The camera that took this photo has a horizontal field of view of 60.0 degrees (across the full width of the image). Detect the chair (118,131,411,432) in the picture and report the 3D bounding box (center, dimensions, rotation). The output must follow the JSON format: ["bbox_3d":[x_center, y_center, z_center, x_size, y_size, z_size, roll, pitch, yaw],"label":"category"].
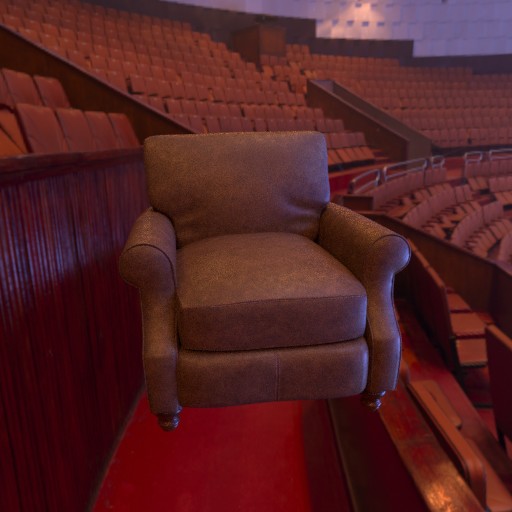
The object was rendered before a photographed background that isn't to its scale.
[{"bbox_3d":[0.000,0.000,1.799,0.996,0.976,1.002,-3,16,-9],"label":"chair"}]
